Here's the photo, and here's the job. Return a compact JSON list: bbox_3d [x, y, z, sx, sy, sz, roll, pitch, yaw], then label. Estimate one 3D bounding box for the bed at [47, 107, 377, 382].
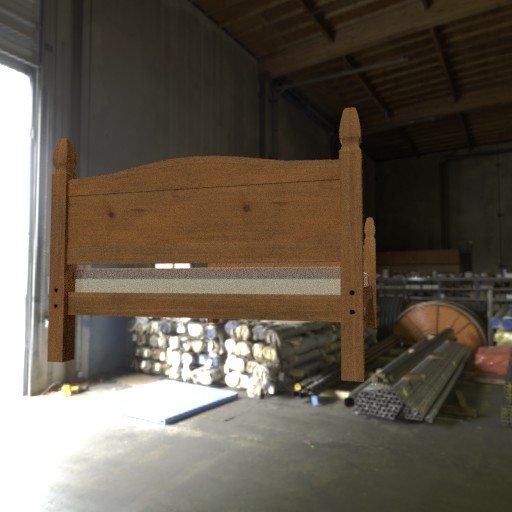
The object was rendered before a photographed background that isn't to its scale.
[{"bbox_3d":[0.000,0.000,2.941,1.490,1.100,2.069,-1,-3,17],"label":"bed"}]
